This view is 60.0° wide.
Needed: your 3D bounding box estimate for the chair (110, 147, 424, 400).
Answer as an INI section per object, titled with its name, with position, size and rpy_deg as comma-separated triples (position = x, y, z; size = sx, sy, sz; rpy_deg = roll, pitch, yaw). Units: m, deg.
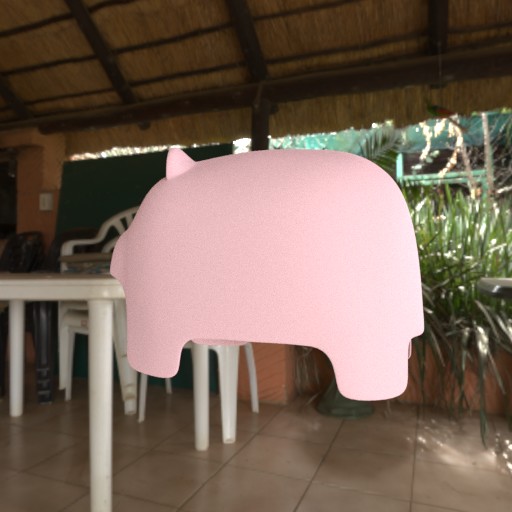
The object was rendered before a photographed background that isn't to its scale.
[chair]
position = 0.000, 0.000, 0.876
size = 0.619, 0.423, 0.364
rpy_deg = 0, -1, 21
